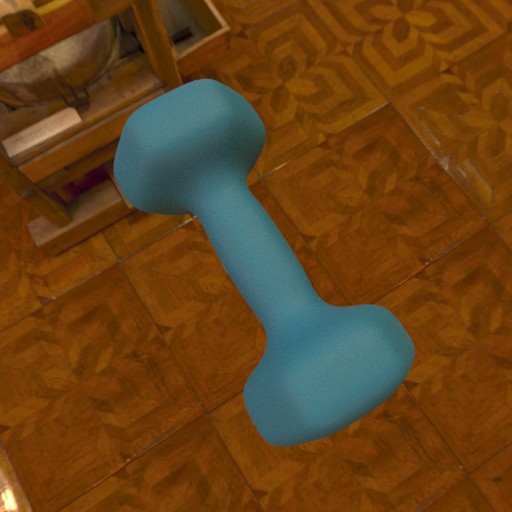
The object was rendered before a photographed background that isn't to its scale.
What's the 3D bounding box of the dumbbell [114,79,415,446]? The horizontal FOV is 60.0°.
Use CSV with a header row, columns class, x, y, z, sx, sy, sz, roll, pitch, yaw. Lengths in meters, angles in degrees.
class,x,y,z,sx,sy,sz,roll,pitch,yaw
dumbbell,0.000,0.000,0.192,0.074,0.066,0.152,-30,77,-7
